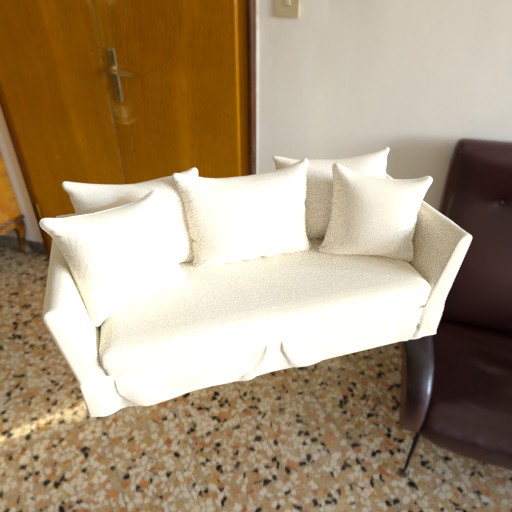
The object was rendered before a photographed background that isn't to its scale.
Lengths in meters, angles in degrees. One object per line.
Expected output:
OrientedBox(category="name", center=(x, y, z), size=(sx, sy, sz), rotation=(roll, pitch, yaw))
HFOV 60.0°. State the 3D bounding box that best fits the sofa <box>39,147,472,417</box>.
OrientedBox(category="sofa", center=(0.000, 0.000, 2.741), size=(2.290, 1.034, 1.031), rotation=(-10, 35, -14))
